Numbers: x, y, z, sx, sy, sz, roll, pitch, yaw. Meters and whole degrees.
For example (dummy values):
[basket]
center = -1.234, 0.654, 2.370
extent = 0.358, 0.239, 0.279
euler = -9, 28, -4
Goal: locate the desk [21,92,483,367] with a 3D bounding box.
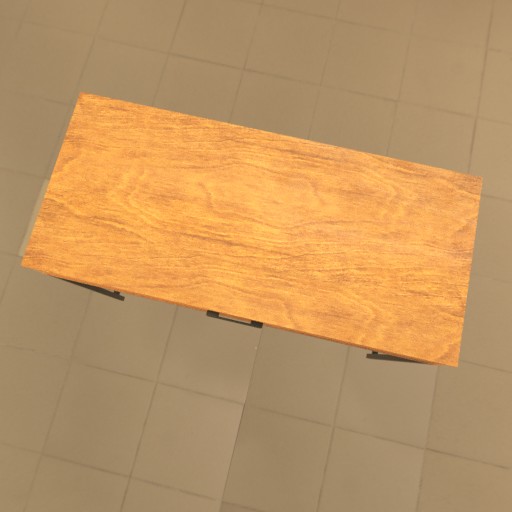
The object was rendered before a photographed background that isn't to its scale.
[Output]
[desk]
center = 0.000, 0.000, 1.419
extent = 1.016, 0.762, 0.470
euler = 13, 79, 3
